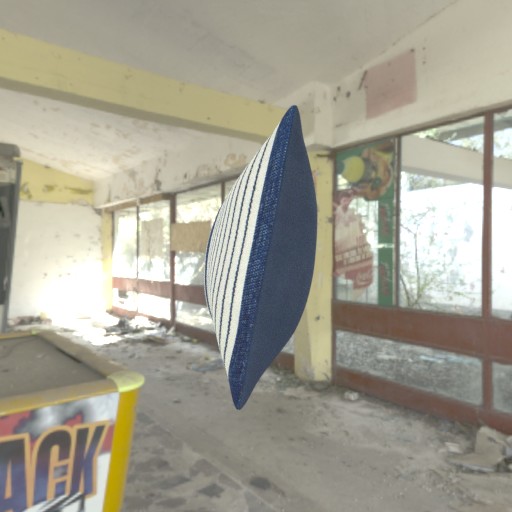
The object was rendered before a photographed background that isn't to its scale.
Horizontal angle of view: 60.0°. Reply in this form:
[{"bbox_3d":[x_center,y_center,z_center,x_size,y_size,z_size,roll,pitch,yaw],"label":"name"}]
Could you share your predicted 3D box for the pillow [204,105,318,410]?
[{"bbox_3d":[0.000,0.000,0.716,0.156,0.292,0.608,0,0,-1],"label":"pillow"}]
